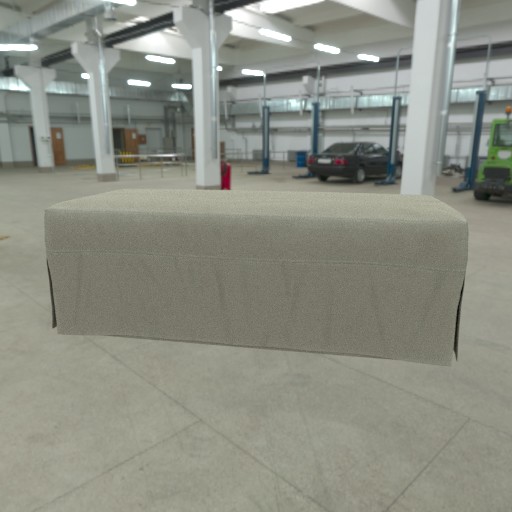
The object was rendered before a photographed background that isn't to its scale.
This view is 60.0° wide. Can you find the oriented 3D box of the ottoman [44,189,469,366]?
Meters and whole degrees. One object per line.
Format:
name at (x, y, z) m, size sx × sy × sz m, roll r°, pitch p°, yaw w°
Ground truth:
ottoman at (0.000, 0.000, 1.699) m, size 1.388 × 0.457 × 0.665 m, roll 3°, pitch 15°, yaw 10°
